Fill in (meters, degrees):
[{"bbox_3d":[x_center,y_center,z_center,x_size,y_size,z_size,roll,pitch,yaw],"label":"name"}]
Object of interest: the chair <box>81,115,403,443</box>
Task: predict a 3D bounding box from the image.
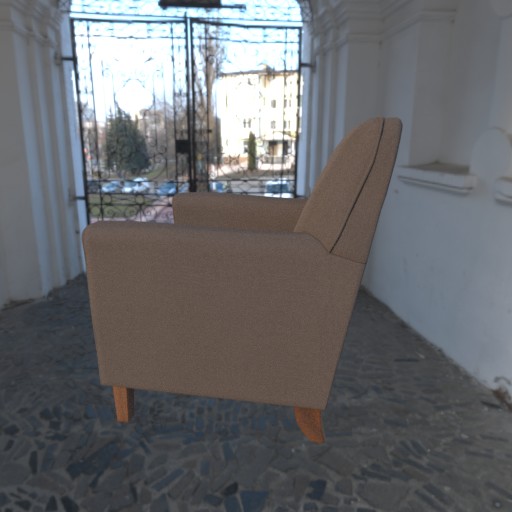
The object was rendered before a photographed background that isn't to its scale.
[{"bbox_3d":[0.000,0.000,1.571,0.831,0.911,0.836,3,15,9],"label":"chair"}]
